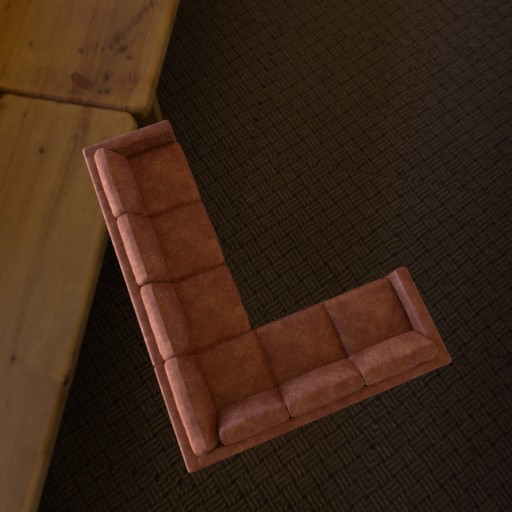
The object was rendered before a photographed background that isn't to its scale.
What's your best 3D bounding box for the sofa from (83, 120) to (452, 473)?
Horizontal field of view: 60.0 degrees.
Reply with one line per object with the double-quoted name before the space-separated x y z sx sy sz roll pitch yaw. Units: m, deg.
"sofa" 0.000 0.000 4.361 2.438 0.838 3.150 -21 77 -5
